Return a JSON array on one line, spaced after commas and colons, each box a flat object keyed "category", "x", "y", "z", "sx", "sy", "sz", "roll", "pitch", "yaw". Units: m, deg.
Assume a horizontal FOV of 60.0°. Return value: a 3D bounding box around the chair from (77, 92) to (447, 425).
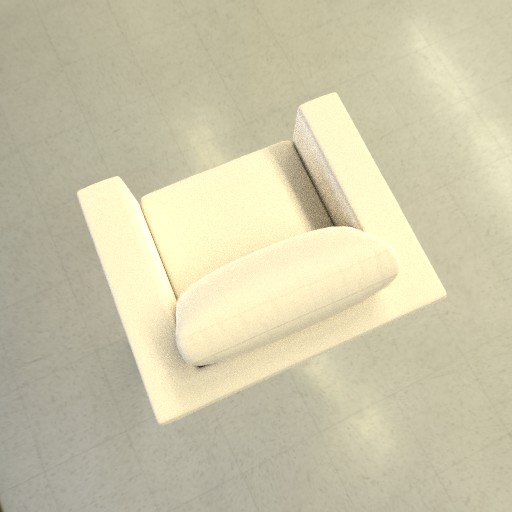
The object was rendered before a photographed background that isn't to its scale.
[{"category": "chair", "x": 0.000, "y": 0.000, "z": 1.843, "sx": 1.150, "sy": 0.878, "sz": 0.957, "roll": -23, "pitch": 76, "yaw": -6}]
